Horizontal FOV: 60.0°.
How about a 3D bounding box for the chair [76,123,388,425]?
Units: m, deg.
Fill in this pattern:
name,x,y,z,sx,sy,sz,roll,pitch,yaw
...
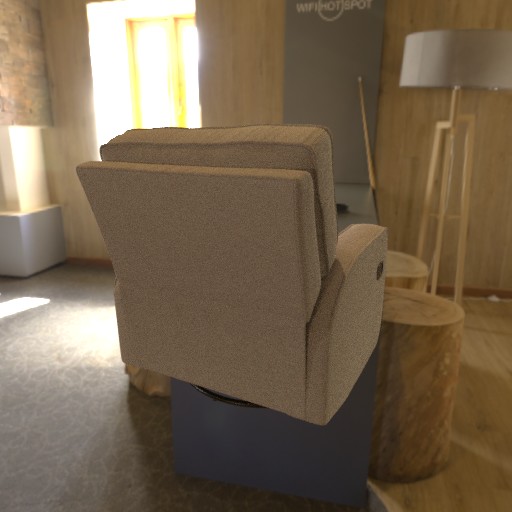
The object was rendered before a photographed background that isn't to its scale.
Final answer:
name,x,y,z,sx,sy,sz,roll,pitch,yaw
chair,0.000,0.000,1.689,0.861,0.964,0.969,8,18,27
